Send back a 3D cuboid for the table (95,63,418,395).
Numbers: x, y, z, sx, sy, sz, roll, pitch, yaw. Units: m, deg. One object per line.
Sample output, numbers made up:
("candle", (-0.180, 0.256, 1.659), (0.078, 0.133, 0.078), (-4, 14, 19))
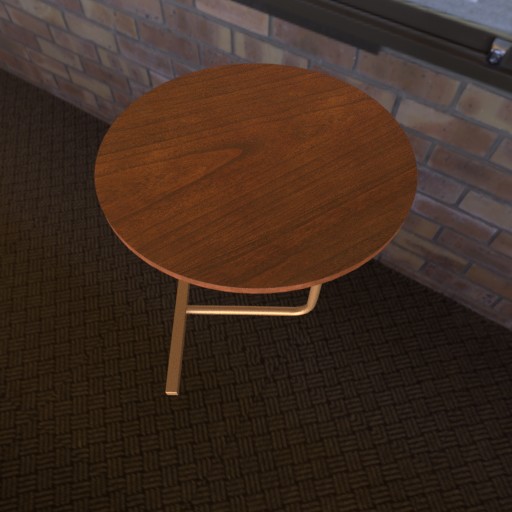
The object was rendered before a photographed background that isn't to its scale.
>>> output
("table", (0.000, 0.000, 1.107), (0.577, 0.706, 0.530), (1, 59, 0))
